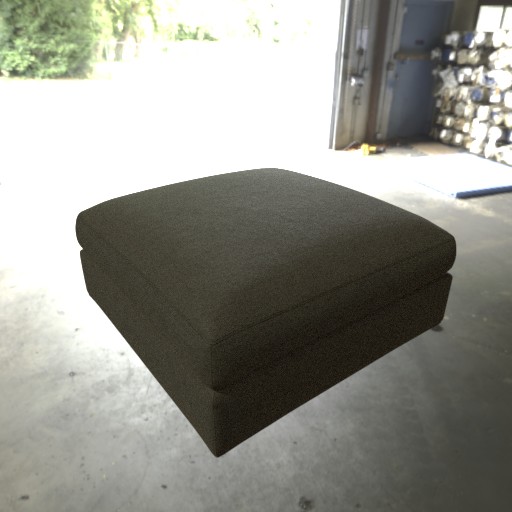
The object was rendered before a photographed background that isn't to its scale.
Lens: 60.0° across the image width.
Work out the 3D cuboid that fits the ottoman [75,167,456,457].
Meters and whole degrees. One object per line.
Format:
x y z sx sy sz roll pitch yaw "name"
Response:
0.000 0.000 1.669 1.041 0.470 1.041 -19 32 -32 "ottoman"
